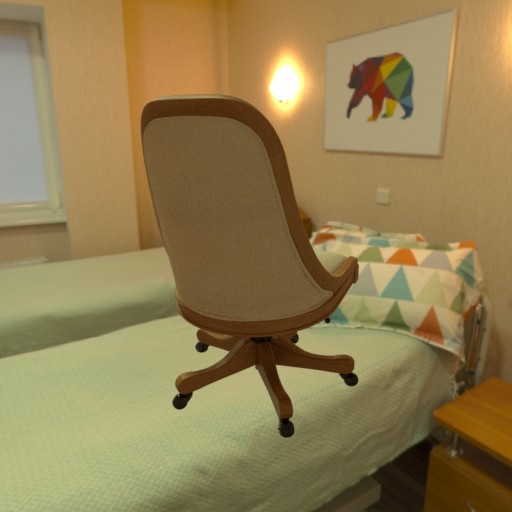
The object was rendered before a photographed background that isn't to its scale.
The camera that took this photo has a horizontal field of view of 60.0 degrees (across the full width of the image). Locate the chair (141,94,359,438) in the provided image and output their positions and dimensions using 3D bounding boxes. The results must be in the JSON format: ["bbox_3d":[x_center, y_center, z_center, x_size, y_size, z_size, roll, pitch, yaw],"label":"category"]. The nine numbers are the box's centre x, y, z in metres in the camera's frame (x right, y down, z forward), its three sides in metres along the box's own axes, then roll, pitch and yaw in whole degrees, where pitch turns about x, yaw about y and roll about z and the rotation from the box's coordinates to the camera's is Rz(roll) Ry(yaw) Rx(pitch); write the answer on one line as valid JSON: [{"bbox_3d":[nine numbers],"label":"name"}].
[{"bbox_3d":[0.000,0.000,1.547,0.702,1.009,0.811,8,17,25],"label":"chair"}]
